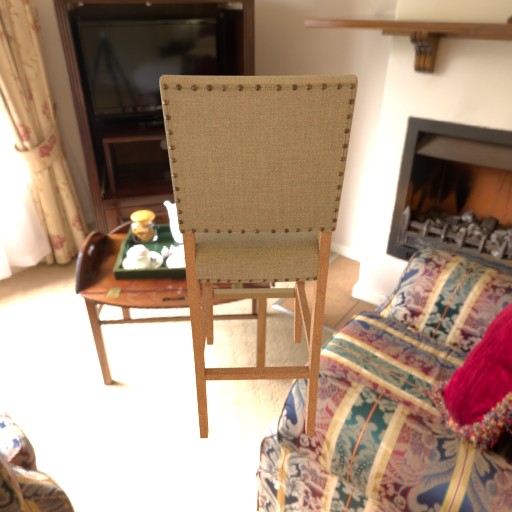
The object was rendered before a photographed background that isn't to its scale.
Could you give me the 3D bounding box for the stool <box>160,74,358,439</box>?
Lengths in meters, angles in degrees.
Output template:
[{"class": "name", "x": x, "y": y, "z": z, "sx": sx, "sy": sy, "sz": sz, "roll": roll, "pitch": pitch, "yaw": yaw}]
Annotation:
[{"class": "stool", "x": 0.000, "y": 0.000, "z": 1.492, "sx": 0.445, "sy": 1.203, "sz": 0.585, "roll": -1, "pitch": 30, "yaw": -1}]
